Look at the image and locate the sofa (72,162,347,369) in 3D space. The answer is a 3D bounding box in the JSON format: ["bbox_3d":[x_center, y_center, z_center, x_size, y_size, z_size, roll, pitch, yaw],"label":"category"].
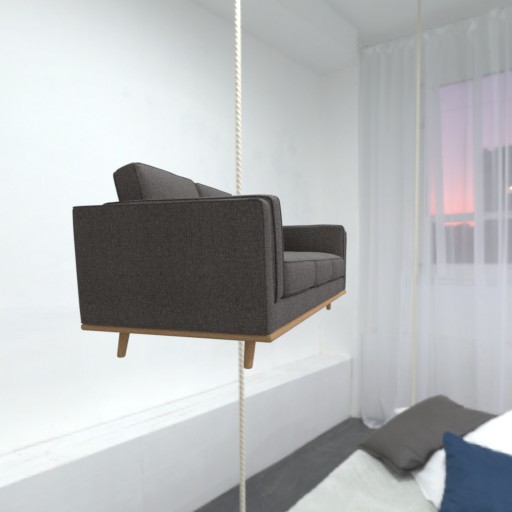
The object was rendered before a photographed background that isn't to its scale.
[{"bbox_3d":[0.000,0.000,2.825,0.903,0.899,2.362,0,0,19],"label":"sofa"}]
